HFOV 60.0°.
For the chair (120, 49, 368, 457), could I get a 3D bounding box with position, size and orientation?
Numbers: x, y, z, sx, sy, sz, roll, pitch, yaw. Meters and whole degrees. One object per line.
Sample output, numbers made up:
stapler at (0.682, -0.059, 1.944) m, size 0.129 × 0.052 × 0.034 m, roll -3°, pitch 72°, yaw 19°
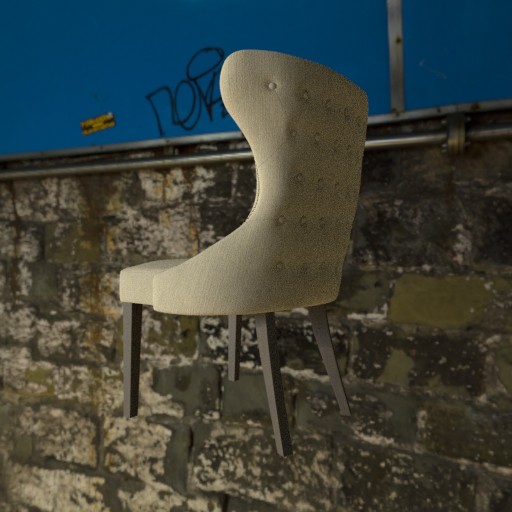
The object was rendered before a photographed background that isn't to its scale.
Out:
chair at (0.000, 0.000, 1.355) m, size 0.635 × 0.967 × 0.628 m, roll 0°, pitch 0°, yaw 37°
